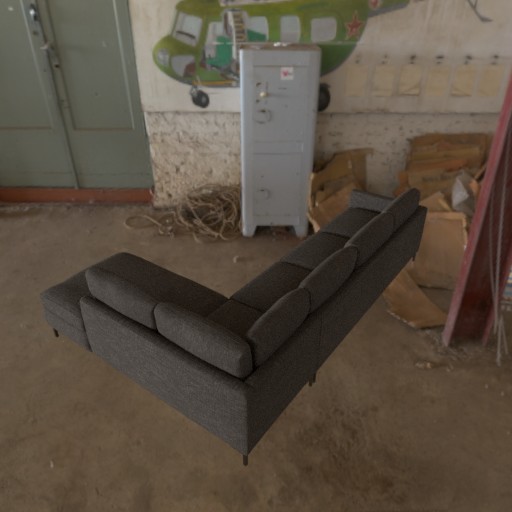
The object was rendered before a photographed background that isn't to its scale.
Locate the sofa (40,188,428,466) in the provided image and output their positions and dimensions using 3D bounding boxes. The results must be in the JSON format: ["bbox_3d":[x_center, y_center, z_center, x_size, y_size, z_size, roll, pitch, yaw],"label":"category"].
[{"bbox_3d":[0.000,0.000,3.884,2.007,0.815,2.949,21,37,31],"label":"sofa"}]
